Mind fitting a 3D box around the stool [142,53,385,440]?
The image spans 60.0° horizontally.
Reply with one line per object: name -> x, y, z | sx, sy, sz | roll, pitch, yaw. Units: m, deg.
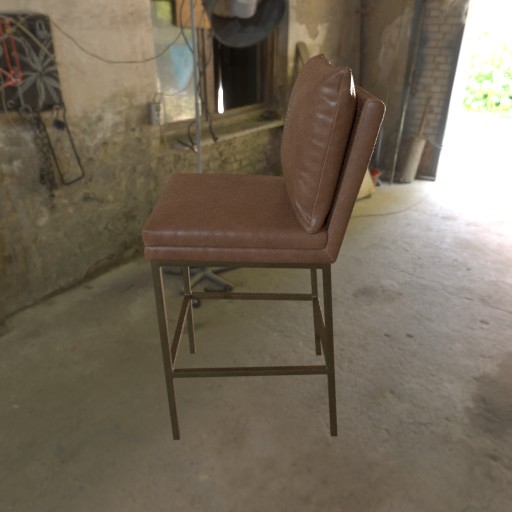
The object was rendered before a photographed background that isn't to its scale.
stool -> 0.000, 0.000, 1.379 | 0.571, 1.124, 0.463 | 0, 28, 0
